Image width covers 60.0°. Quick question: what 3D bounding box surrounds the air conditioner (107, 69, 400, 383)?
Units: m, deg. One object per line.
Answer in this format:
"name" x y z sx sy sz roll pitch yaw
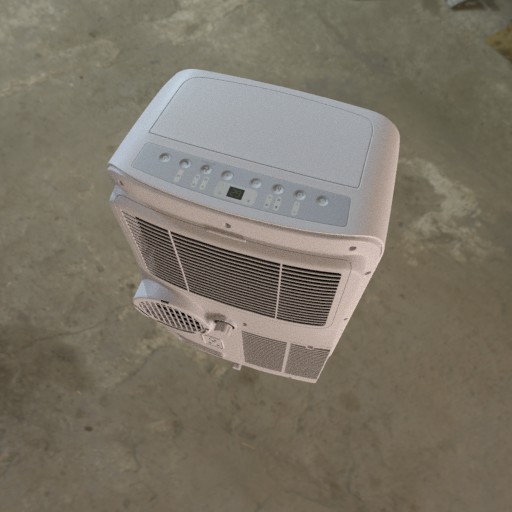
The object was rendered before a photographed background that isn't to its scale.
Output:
"air conditioner" 0.000 0.000 0.937 0.454 0.700 0.365 16 65 8
